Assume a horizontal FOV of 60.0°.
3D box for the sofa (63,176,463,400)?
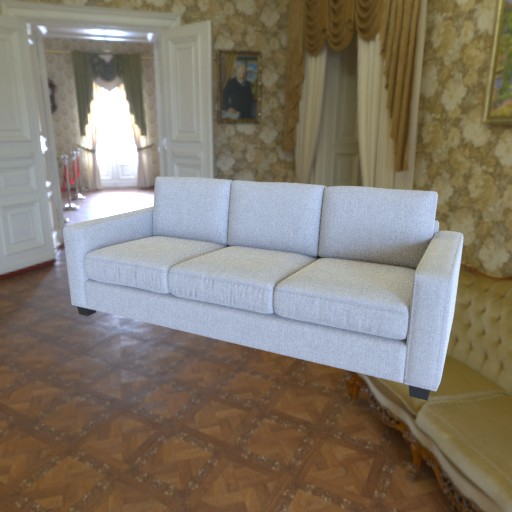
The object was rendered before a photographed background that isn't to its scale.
[{"bbox_3d":[0.000,0.000,2.557,2.120,0.800,0.900,8,17,26],"label":"sofa"}]
